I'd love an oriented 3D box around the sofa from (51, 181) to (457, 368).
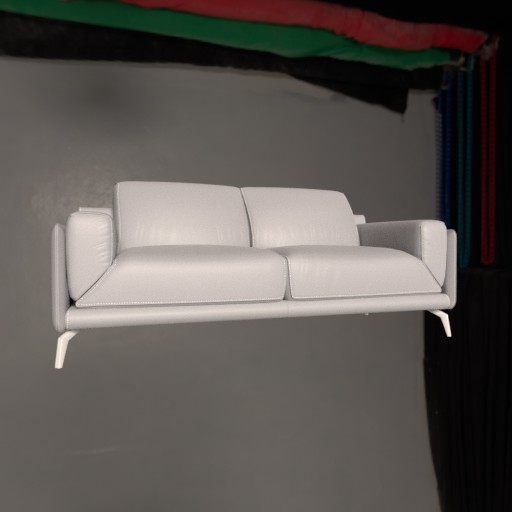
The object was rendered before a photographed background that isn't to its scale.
[{"bbox_3d":[0.000,0.000,2.584,2.100,0.900,0.969,0,1,-19],"label":"sofa"}]
